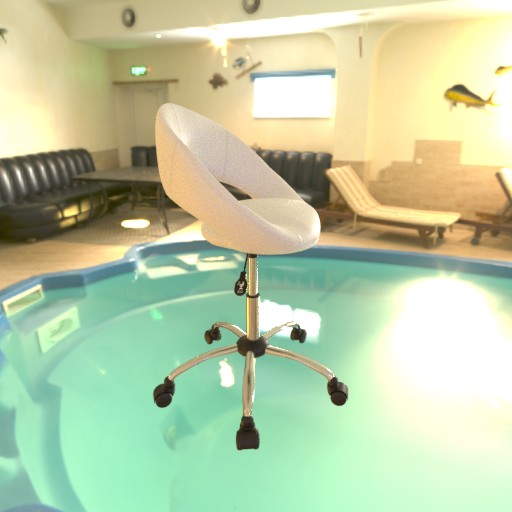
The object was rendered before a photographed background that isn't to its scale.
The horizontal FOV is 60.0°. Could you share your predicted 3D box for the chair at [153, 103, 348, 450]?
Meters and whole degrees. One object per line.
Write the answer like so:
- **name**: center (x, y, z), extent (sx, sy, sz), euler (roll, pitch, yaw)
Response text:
- **chair**: center (0.000, 0.000, 1.211), extent (0.538, 0.791, 0.612), euler (3, 18, 8)
